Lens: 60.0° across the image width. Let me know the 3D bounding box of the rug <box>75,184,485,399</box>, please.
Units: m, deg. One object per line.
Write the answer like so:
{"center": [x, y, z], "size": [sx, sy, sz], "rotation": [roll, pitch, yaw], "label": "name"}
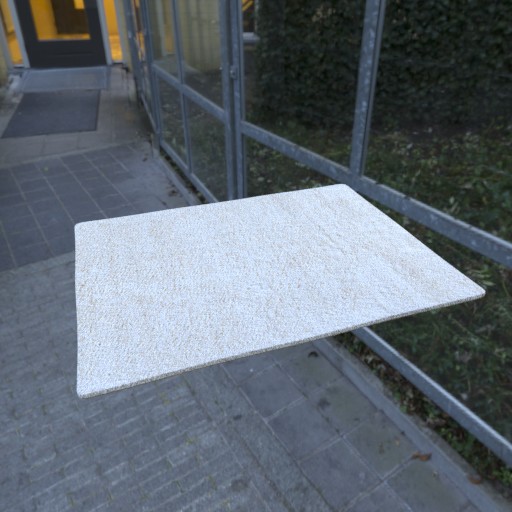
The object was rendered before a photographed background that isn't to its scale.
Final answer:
{"center": [0.000, 0.000, 2.080], "size": [1.600, 0.027, 1.200], "rotation": [-11, 34, -16], "label": "rug"}
